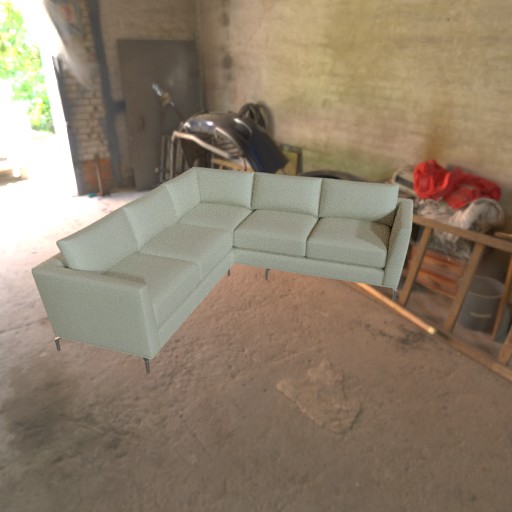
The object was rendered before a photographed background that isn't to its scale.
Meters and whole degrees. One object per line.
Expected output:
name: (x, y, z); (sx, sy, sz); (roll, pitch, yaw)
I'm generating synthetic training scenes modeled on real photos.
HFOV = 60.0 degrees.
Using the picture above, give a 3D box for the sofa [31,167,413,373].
sofa: (0.000, 0.000, 3.779); (2.448, 0.867, 2.430); (8, 27, 17)
